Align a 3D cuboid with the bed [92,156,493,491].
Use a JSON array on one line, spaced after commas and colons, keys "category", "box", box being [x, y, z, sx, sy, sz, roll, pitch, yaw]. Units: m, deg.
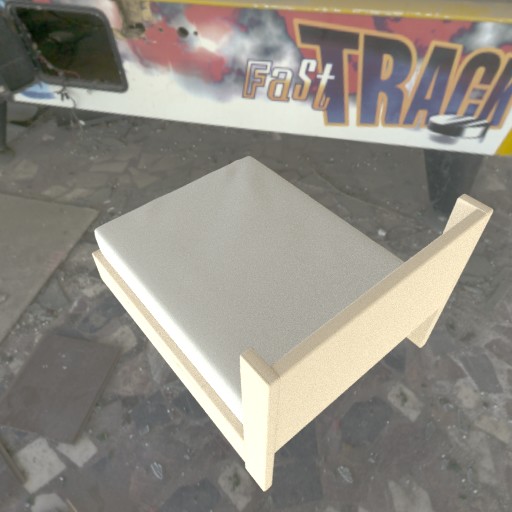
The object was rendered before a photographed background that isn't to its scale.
[{"category": "bed", "box": [0.000, 0.000, 3.356, 1.765, 1.471, 2.280, -31, 54, -26]}]
